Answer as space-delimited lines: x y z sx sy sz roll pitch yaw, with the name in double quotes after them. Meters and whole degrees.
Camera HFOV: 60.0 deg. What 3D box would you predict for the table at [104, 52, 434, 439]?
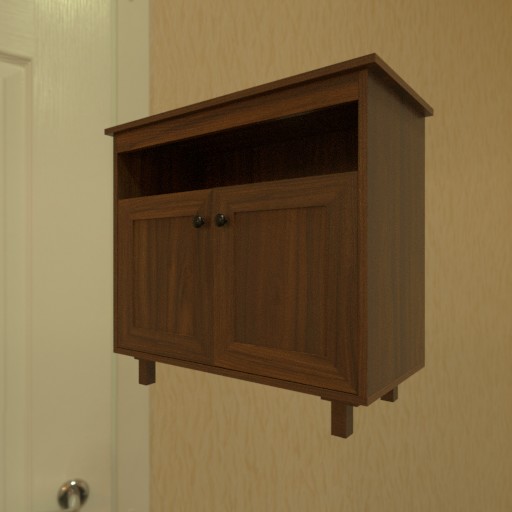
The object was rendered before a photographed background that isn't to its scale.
0.000 0.000 1.176 0.802 0.725 0.390 0 0 37 "table"
